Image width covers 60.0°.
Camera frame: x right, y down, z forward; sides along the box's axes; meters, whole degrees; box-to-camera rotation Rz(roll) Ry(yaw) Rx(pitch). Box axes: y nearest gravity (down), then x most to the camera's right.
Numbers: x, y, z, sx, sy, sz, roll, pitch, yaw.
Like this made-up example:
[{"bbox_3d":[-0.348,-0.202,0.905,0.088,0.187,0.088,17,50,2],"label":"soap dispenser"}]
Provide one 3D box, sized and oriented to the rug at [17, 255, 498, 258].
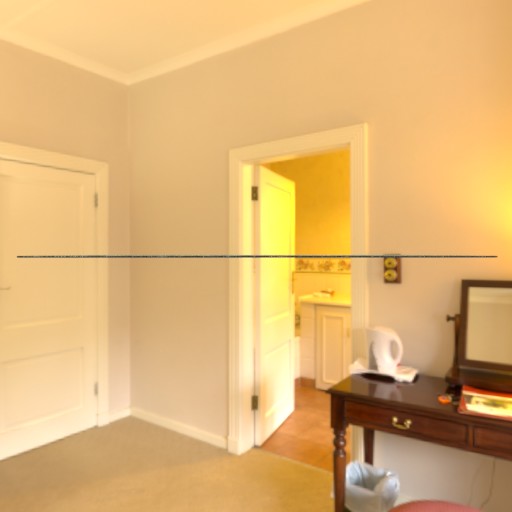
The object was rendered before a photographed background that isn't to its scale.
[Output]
[{"bbox_3d":[0.000,0.000,2.180,1.795,0.008,1.102,0,0,-2],"label":"rug"}]
